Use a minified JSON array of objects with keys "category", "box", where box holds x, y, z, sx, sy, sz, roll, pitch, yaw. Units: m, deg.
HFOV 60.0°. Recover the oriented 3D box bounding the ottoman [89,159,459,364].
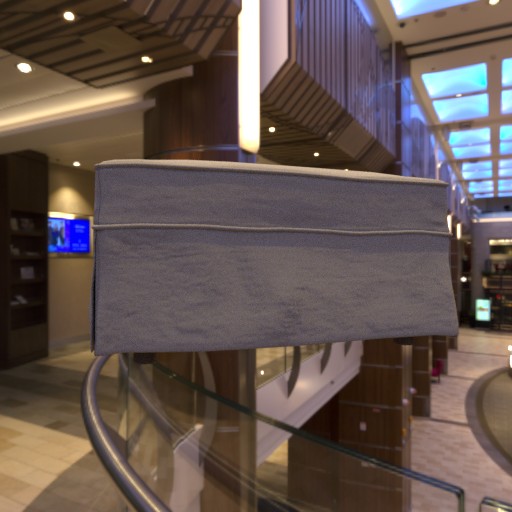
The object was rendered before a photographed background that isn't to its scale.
[{"category":"ottoman","box":[0.000,0.000,1.340,0.944,0.479,0.703,0,0,-18]}]
